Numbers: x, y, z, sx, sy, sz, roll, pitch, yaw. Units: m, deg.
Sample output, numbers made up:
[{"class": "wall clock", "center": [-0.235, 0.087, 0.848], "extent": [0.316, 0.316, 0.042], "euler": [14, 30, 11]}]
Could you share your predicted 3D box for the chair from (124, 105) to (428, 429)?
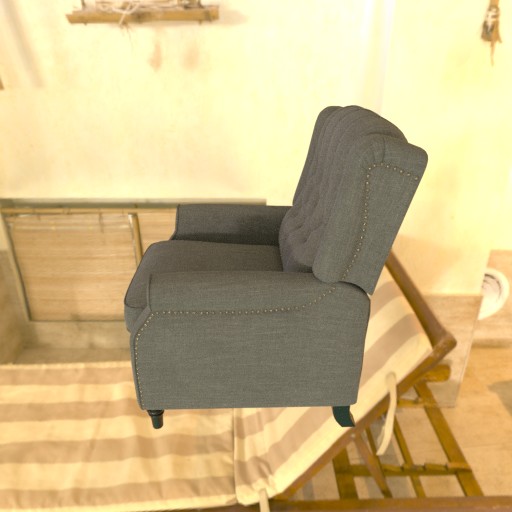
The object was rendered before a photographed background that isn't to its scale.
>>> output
[{"class": "chair", "center": [0.000, 0.000, 1.626], "extent": [0.898, 1.035, 0.742], "euler": [-1, 26, -1]}]
